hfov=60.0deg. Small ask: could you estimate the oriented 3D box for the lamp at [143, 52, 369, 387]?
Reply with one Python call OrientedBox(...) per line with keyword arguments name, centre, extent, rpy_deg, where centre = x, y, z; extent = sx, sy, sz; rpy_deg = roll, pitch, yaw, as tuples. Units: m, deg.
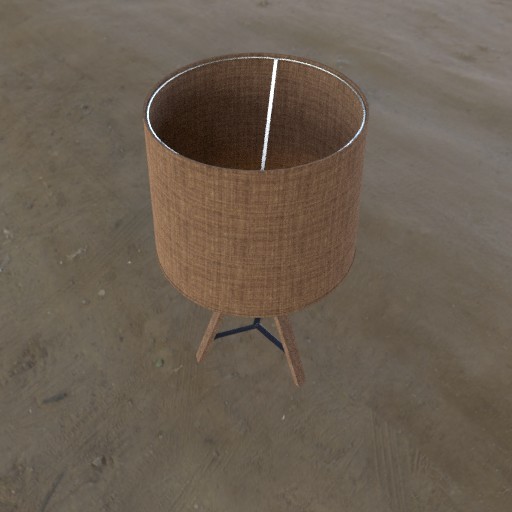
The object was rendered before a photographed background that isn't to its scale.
OrientedBox(name="lamp", centre=(0.000, 0.000, 0.684), extent=(0.290, 0.514, 0.290), rpy_deg=(0, 49, 0))
